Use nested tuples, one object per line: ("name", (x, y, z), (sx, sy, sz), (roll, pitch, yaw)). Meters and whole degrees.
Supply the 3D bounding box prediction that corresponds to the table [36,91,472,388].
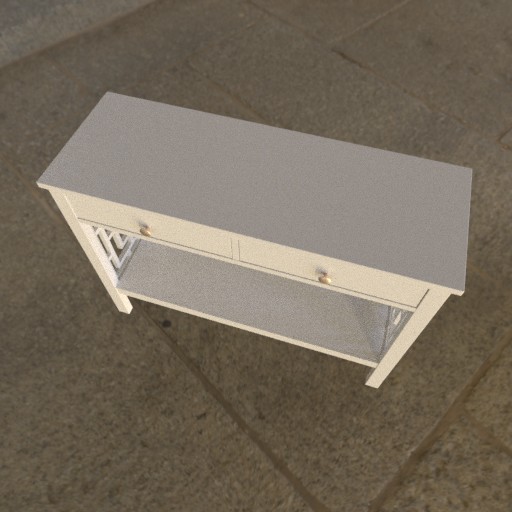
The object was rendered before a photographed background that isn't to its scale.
("table", (0.000, 0.000, 1.464), (1.068, 0.753, 0.397), (15, 58, 9))
